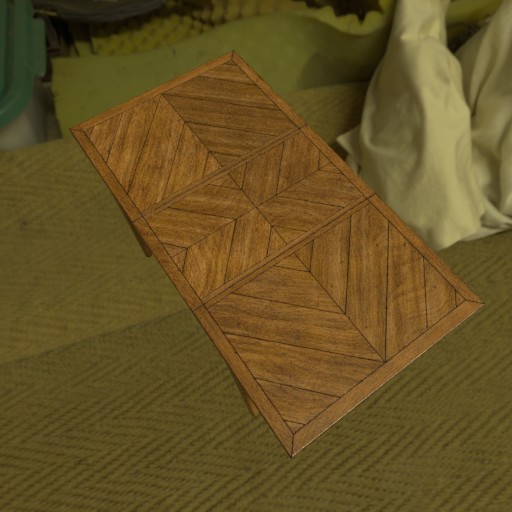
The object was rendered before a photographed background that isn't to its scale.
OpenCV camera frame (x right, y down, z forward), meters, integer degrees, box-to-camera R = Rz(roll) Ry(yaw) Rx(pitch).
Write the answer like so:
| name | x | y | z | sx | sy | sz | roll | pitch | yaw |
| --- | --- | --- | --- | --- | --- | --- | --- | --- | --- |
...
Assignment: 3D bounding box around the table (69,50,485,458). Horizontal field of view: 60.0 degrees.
| name | x | y | z | sx | sy | sz | roll | pitch | yaw |
| --- | --- | --- | --- | --- | --- | --- | --- | --- | --- |
| table | 0.000 | 0.000 | 1.873 | 0.757 | 0.760 | 1.400 | -32 | 68 | -15 |
